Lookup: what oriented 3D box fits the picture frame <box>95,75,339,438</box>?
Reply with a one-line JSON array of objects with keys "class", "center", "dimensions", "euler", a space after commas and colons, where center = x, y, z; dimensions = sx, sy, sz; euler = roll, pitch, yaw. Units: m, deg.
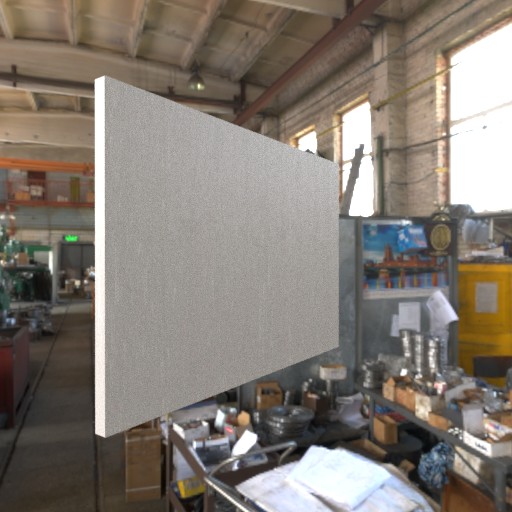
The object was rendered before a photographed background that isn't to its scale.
[{"class": "picture frame", "center": [0.000, 0.000, 1.176], "dimensions": [0.029, 0.640, 0.950], "euler": [0, 0, 36]}]
